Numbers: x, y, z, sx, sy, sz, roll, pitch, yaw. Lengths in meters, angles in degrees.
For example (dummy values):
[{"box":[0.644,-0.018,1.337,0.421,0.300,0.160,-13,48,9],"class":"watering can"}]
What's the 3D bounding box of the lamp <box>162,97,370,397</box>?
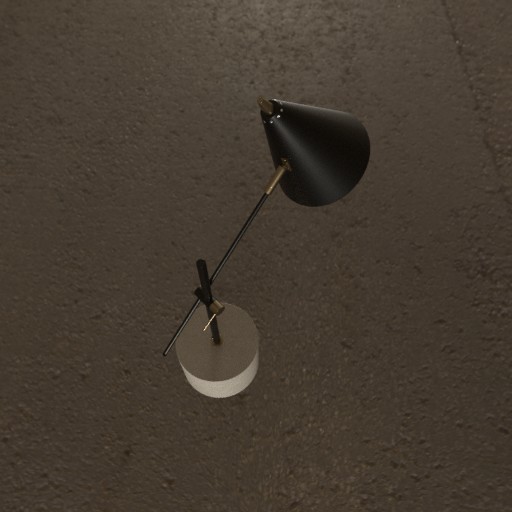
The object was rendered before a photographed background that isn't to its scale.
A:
[{"box":[0.000,0.000,0.717,0.403,0.518,0.214,-30,63,-17],"class":"lamp"}]
